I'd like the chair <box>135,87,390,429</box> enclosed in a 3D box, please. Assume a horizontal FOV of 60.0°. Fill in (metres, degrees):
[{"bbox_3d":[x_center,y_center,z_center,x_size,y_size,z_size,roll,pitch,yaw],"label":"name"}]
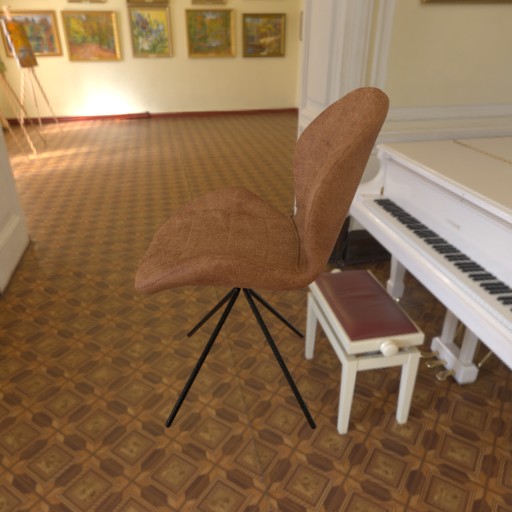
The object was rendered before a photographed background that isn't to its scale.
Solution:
[{"bbox_3d":[0.000,0.000,1.300,0.640,0.929,0.527,0,27,1],"label":"chair"}]
